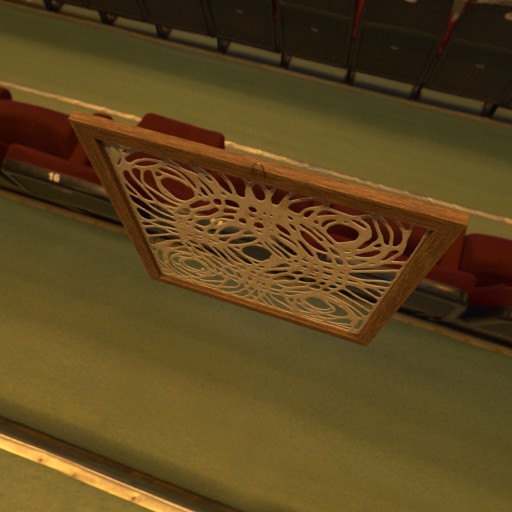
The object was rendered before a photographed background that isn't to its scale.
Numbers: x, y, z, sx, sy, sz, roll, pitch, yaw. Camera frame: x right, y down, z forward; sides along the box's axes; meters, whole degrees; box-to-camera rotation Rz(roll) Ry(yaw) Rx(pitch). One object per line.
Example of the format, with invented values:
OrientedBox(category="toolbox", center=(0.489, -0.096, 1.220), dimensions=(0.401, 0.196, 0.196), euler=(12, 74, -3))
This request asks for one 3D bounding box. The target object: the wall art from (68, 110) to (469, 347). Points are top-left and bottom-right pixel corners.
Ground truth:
OrientedBox(category="wall art", center=(0.000, 0.000, 0.838), dimensions=(0.561, 0.576, 0.021), euler=(17, 64, 8))
